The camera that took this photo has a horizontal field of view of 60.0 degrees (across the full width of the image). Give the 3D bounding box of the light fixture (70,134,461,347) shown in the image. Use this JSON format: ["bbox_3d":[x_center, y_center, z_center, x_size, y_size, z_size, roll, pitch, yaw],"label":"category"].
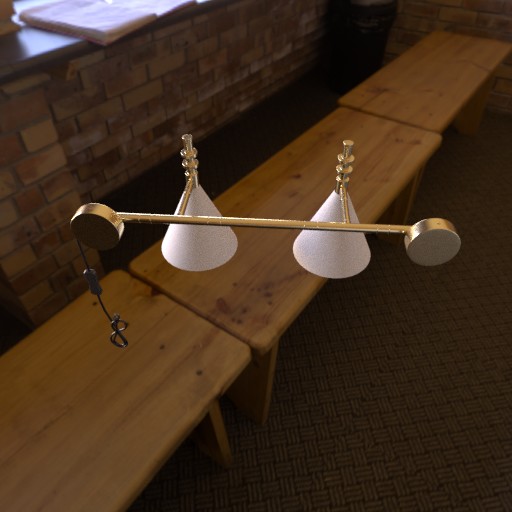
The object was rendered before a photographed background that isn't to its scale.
[{"bbox_3d":[0.000,0.000,0.882,0.642,0.468,0.239,3,43,3],"label":"light fixture"}]
